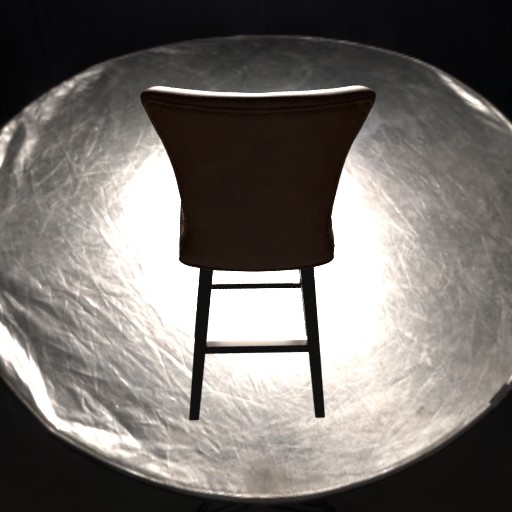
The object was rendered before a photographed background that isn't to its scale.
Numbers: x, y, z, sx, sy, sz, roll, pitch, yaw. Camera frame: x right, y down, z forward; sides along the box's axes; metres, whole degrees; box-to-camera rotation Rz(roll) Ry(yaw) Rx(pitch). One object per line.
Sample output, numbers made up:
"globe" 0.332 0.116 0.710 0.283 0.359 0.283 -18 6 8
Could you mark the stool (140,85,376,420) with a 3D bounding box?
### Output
"stool" 0.000 0.000 1.423 0.522 1.094 0.585 -1 29 -1
